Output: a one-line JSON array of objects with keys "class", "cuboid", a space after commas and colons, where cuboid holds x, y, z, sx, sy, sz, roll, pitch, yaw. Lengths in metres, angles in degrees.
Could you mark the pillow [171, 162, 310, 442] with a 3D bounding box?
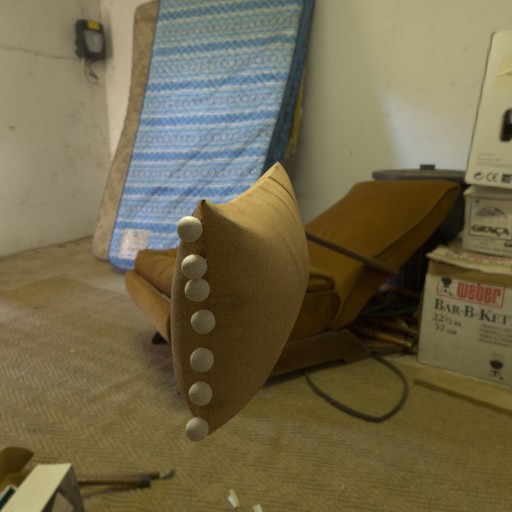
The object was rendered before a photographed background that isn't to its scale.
[{"class": "pillow", "cuboid": [0.000, 0.000, 0.840, 0.201, 0.322, 0.709, 3, 15, 10]}]
